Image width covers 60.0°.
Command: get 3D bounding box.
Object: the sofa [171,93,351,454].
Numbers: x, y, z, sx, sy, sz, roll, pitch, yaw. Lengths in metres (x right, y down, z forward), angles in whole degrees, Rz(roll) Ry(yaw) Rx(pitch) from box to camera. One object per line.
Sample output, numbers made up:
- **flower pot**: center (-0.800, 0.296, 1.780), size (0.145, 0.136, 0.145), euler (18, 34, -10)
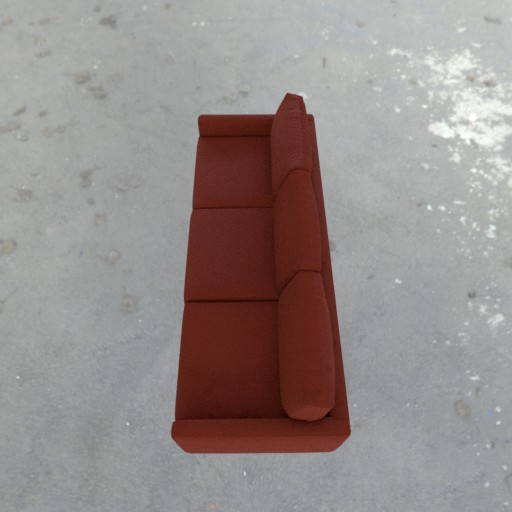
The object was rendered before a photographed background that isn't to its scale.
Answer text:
- **sofa**: center (0.000, 0.000, 2.806), size (0.875, 0.879, 2.252), euler (-1, 58, 0)
